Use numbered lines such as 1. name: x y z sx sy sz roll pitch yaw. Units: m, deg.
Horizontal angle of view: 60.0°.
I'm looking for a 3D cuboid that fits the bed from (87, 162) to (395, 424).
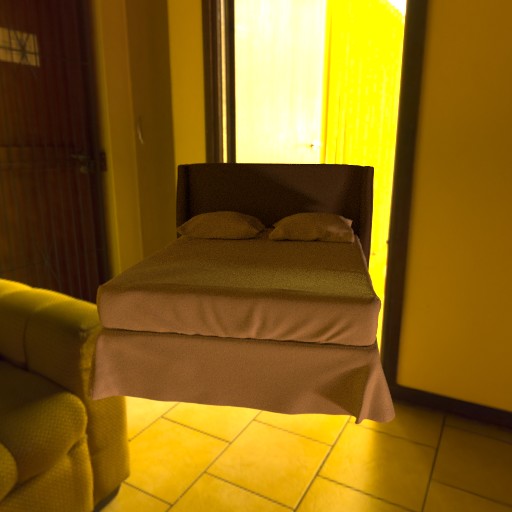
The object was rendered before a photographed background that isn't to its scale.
1. bed: 0.000 0.000 3.451 1.925 1.332 2.276 2 14 9
